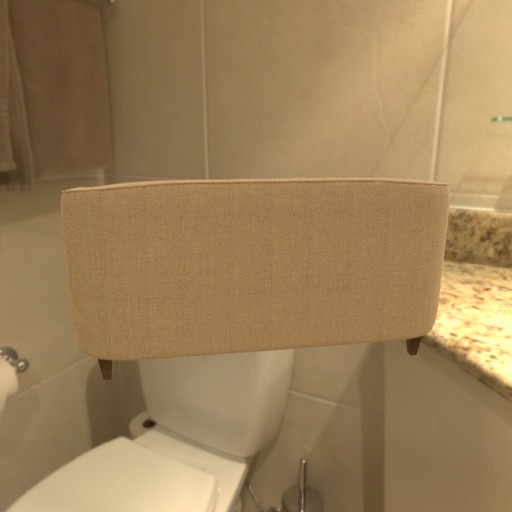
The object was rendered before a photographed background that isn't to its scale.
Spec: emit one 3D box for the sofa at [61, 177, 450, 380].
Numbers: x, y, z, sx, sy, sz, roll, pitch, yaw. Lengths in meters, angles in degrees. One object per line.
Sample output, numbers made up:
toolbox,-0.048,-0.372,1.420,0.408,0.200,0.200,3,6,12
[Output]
sofa,0.000,0.000,2.265,1.733,0.855,0.941,-2,15,-9
